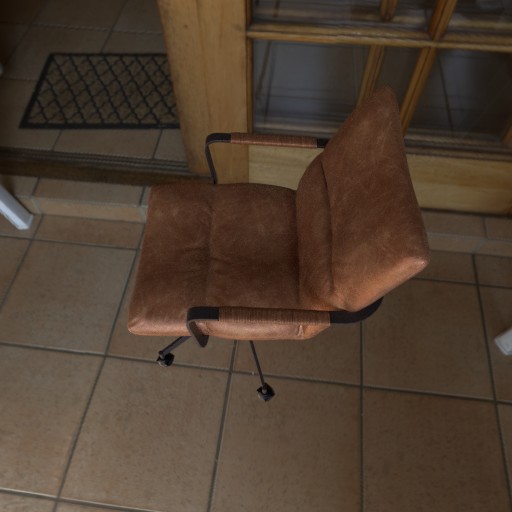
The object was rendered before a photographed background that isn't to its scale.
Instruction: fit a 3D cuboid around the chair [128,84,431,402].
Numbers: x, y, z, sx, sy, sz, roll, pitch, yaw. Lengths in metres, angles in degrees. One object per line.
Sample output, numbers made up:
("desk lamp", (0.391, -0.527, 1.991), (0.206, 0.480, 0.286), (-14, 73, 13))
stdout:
("chair", (0.000, 0.000, 1.440), (0.754, 0.922, 0.727), (1, 58, 0))
